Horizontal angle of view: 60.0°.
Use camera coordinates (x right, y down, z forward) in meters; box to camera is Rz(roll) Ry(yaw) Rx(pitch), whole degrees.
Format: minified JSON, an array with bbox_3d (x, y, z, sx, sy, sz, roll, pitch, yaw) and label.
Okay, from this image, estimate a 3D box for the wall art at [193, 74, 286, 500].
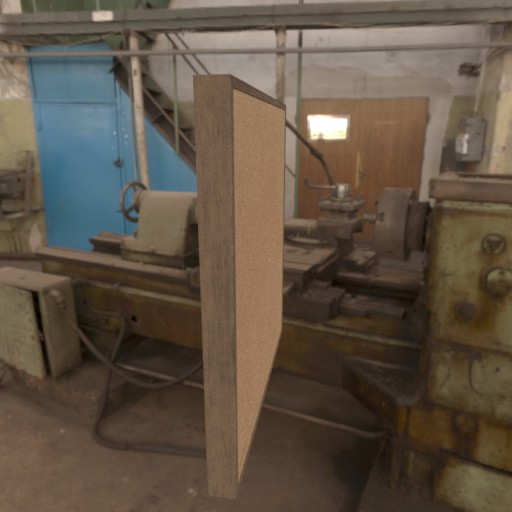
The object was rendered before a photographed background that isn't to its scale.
[{"bbox_3d":[0.000,0.000,0.743,0.038,0.508,0.508,3,16,10],"label":"wall art"}]
